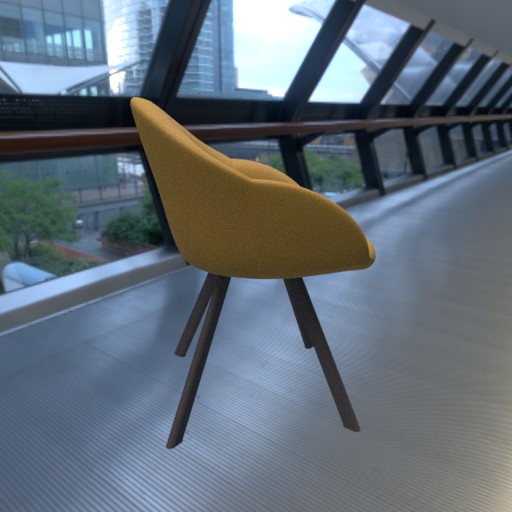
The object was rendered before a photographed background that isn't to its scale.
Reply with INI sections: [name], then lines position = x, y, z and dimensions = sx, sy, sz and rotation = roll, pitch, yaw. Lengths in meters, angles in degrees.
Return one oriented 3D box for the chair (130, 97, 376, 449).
[chair]
position = 0.000, 0.000, 1.182
dimensions = 0.583, 0.793, 0.551
rotation = -2, 17, -7
